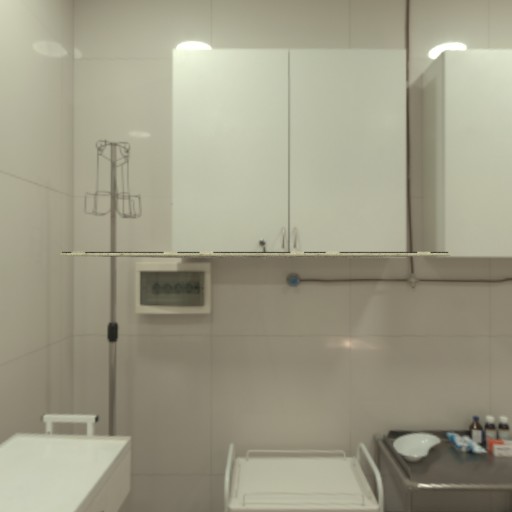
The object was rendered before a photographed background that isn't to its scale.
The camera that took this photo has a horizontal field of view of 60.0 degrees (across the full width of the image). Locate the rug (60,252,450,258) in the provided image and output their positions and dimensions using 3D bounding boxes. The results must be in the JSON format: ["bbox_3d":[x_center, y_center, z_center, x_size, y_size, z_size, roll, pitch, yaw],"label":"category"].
[{"bbox_3d":[0.000,0.000,2.904,1.555,0.016,2.286,0,0,0],"label":"rug"}]
